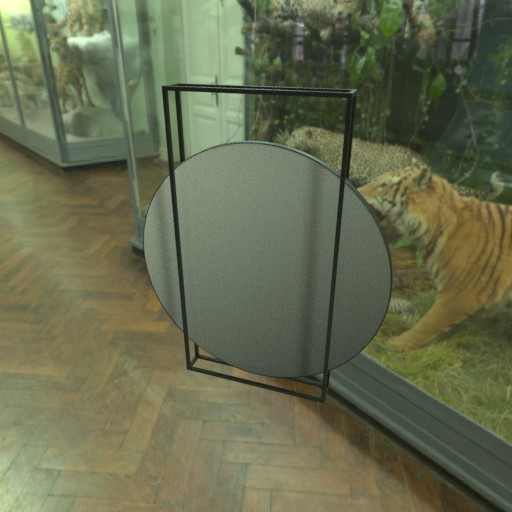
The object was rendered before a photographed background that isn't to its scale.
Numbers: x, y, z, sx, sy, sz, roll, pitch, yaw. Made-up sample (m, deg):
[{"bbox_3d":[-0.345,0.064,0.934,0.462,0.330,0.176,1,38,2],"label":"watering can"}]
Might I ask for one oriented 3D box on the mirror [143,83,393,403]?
[{"bbox_3d":[0.000,0.000,0.845,0.508,0.603,0.051,9,28,17],"label":"mirror"}]
